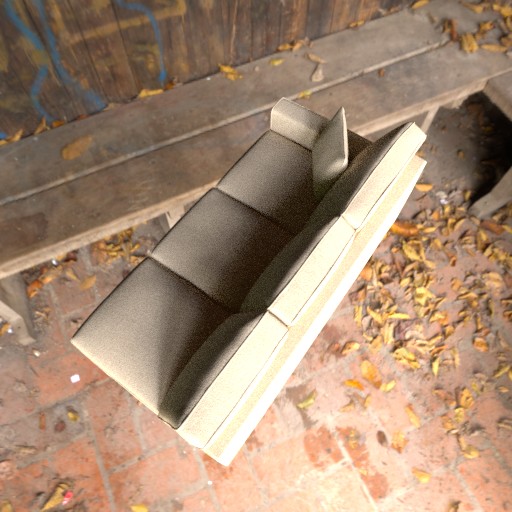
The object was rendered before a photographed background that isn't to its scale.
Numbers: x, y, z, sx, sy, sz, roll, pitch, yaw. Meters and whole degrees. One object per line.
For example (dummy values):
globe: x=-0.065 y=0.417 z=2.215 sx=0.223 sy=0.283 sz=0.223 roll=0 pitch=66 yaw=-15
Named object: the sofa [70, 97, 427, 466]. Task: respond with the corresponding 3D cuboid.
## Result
sofa: x=0.000 y=0.000 z=2.523 sx=1.034 sy=0.946 sz=1.962 roll=33 pitch=67 yaw=16
